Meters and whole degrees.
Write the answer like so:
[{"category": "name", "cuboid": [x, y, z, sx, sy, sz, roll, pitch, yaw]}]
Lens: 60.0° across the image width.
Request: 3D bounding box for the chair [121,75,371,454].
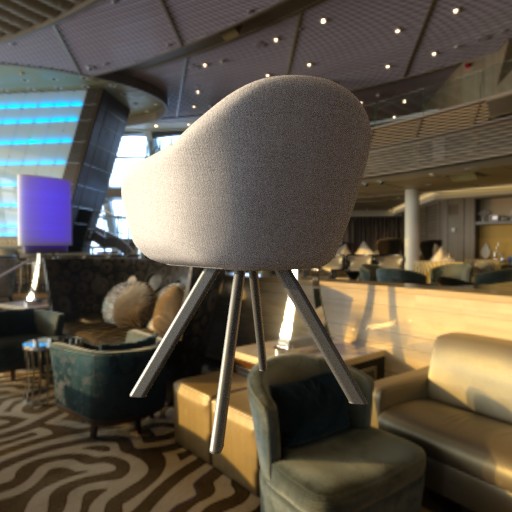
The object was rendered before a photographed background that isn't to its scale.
[{"category": "chair", "cuboid": [0.000, 0.000, 1.184, 0.590, 0.795, 0.550, -1, 1, -37]}]
